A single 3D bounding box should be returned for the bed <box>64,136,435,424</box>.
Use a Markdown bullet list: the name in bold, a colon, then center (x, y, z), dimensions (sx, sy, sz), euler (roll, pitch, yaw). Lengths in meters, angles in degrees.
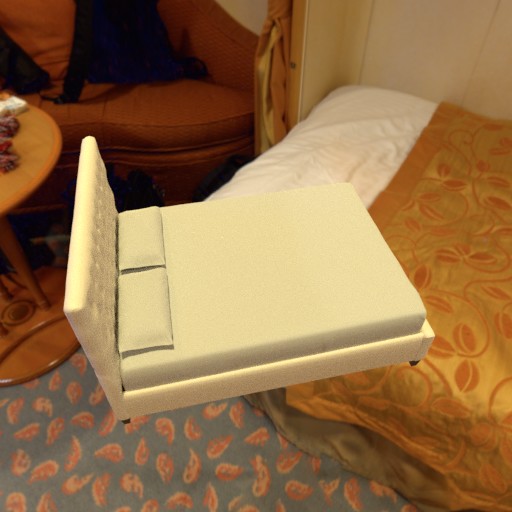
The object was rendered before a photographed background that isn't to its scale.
- **bed**: center (0.000, 0.000, 3.480), dimensions (2.387, 1.427, 1.698), euler (-9, 47, -8)
